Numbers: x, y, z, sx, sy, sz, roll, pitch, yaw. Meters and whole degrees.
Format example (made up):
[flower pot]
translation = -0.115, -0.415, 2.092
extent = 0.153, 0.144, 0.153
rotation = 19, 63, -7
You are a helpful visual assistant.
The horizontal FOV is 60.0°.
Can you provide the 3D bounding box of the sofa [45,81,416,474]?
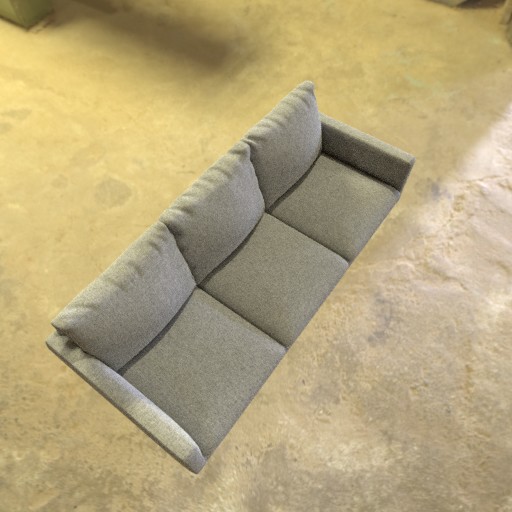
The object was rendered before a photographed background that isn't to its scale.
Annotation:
[sofa]
translation = 0.000, 0.000, 2.367
extent = 0.850, 0.830, 2.000
rotation = 32, 63, 18
